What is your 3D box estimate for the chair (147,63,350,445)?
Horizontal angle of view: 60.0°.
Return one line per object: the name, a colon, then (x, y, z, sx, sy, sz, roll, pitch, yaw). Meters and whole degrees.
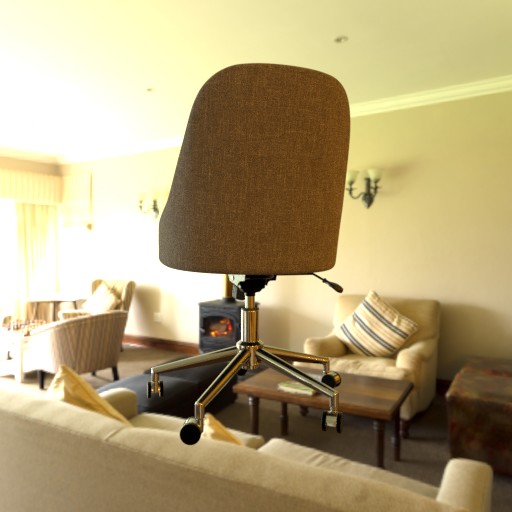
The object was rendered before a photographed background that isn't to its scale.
chair: (0.000, 0.000, 1.430, 0.671, 0.950, 0.712, 0, 1, -17)
